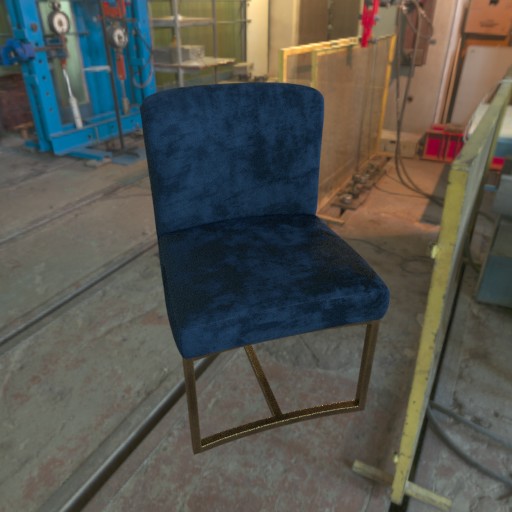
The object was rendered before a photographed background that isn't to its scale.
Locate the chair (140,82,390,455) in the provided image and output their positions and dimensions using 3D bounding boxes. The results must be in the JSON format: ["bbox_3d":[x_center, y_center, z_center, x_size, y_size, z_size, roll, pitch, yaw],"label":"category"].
[{"bbox_3d":[0.000,0.000,1.219,0.530,0.824,0.560,-9,31,-15],"label":"chair"}]
